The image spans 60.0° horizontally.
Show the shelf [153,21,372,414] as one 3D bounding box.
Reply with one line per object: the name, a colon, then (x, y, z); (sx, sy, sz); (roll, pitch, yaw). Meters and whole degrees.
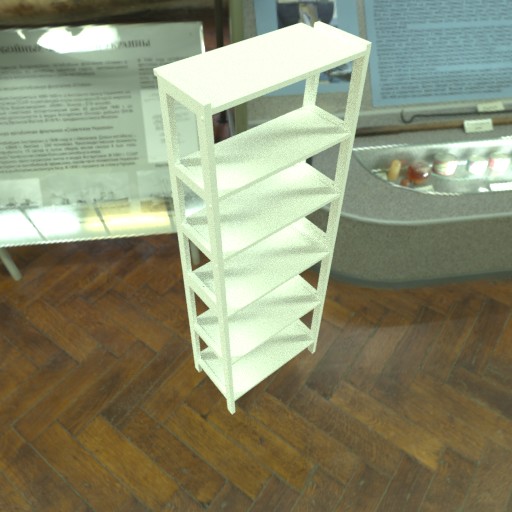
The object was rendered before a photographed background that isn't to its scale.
shelf: (0.000, 0.000, 2.081); (0.660, 1.892, 0.381); (-30, 54, -25)
